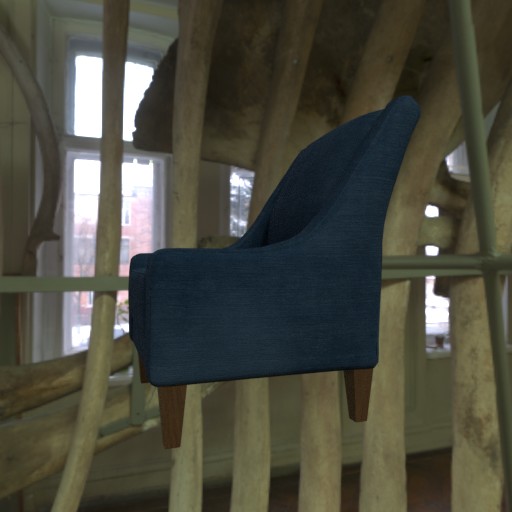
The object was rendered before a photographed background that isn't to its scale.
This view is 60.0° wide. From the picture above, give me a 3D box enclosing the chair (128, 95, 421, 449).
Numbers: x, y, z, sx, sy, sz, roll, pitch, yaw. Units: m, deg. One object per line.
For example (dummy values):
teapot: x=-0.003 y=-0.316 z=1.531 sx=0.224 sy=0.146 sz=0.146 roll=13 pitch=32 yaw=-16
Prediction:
chair: x=0.000 y=0.000 z=1.609 sx=0.870 sy=1.014 sz=0.774 roll=0 pitch=-1 yaw=-20
